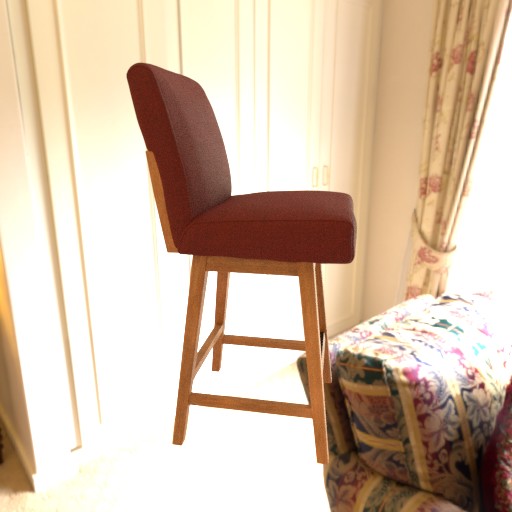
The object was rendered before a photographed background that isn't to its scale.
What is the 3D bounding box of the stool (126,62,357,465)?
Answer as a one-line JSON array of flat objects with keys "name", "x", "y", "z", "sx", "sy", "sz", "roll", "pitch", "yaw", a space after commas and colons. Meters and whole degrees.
[{"name": "stool", "x": 0.000, "y": 0.000, "z": 1.319, "sx": 0.562, "sy": 1.038, "sz": 0.468, "roll": 3, "pitch": 16, "yaw": 10}]
